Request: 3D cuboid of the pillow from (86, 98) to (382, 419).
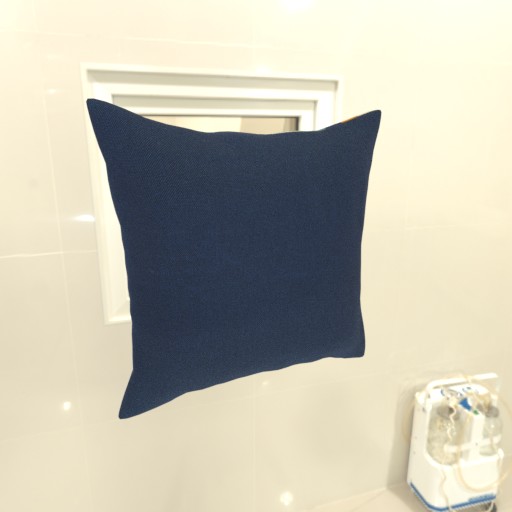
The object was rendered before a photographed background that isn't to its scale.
[{"bbox_3d":[0.000,0.000,0.700,0.463,0.454,0.173,-7,17,-25],"label":"pillow"}]
